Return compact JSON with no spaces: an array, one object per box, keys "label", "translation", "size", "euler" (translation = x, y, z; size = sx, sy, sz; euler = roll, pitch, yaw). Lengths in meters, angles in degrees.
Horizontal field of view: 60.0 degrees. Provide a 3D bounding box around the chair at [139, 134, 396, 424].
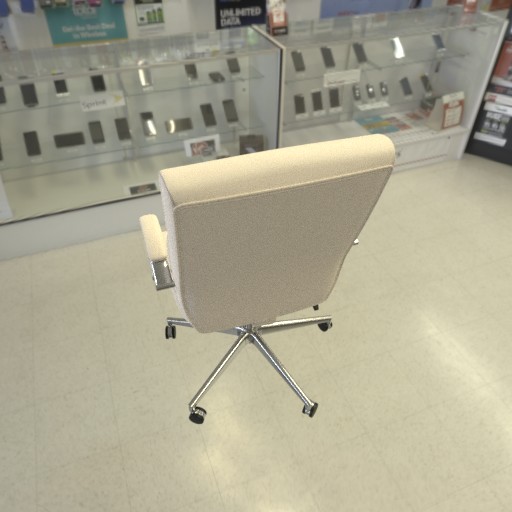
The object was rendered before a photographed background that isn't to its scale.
[{"label":"chair","translation":[0.000,0.000,1.565],"size":[0.727,1.099,0.745],"euler":[-13,43,-14]}]
